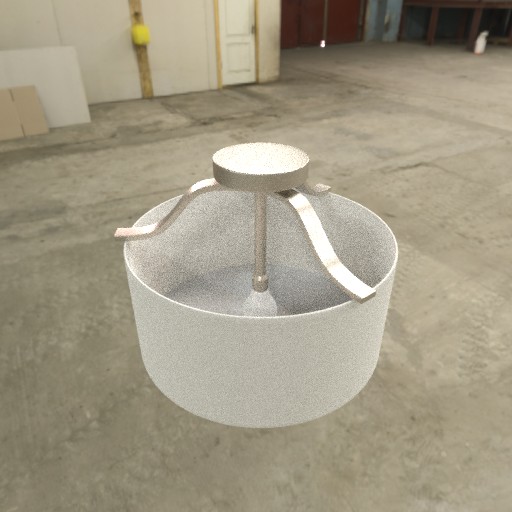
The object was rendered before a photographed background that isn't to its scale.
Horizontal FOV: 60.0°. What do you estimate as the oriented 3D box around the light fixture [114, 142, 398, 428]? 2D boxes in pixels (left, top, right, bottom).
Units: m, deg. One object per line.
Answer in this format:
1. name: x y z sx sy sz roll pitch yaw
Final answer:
1. light fixture: 0.000 0.000 0.656 0.395 0.304 0.395 0 31 0
